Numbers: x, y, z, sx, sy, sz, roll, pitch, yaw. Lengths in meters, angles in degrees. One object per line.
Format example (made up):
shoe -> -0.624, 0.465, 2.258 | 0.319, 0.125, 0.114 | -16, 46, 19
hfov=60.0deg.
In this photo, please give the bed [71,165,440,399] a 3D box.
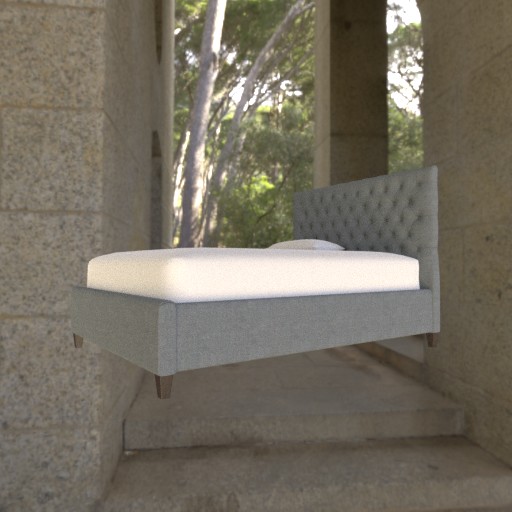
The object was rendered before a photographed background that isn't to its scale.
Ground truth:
bed -> 0.000, 0.000, 3.446 | 2.335, 1.411, 1.698 | 1, -1, -36
